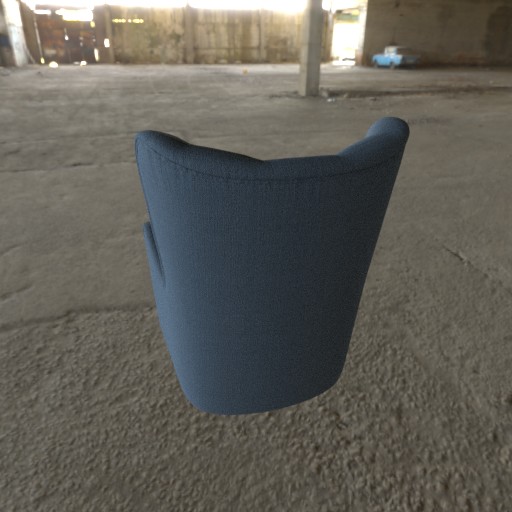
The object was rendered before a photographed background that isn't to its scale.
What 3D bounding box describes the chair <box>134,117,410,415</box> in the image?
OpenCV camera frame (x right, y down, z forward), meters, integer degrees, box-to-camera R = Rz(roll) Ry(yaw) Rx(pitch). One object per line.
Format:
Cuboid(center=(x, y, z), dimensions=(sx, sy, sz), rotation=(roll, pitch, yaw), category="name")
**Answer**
Cuboid(center=(0.000, 0.000, 1.731), dimensions=(0.831, 1.079, 0.930), rotation=(-8, 27, -16), category="chair")
